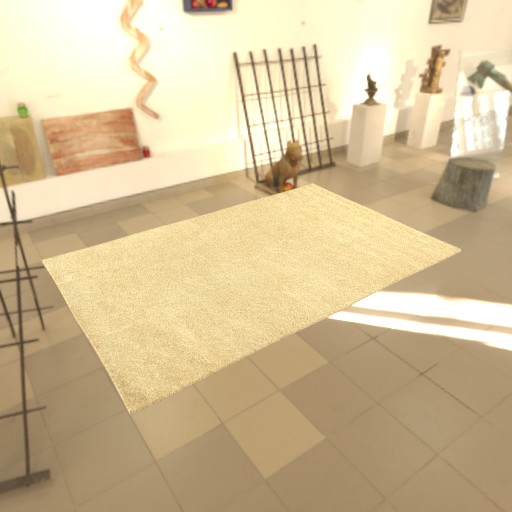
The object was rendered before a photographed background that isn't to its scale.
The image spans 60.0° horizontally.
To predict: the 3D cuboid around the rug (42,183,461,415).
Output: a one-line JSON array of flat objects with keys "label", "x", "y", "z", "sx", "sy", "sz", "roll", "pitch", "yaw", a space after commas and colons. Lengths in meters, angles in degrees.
[{"label": "rug", "x": 0.000, "y": 0.000, "z": 2.944, "sx": 2.346, "sy": 0.025, "sz": 1.500, "roll": -20, "pitch": 36, "yaw": -30}]
